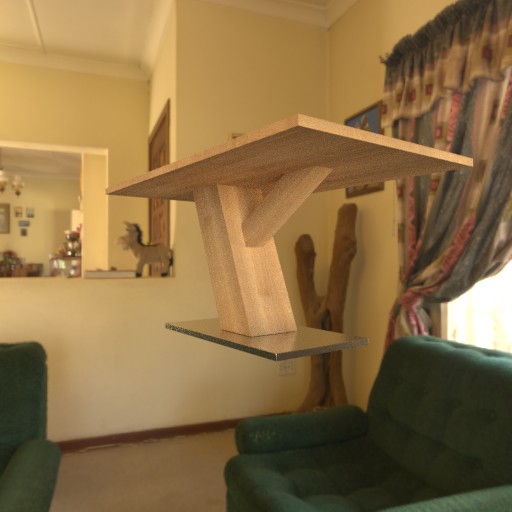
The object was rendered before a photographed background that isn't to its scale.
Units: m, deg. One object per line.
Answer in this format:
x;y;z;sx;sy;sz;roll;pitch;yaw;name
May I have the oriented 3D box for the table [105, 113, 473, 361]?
0.000;0.000;2.085;0.900;0.750;1.600;0;0;-36;table
